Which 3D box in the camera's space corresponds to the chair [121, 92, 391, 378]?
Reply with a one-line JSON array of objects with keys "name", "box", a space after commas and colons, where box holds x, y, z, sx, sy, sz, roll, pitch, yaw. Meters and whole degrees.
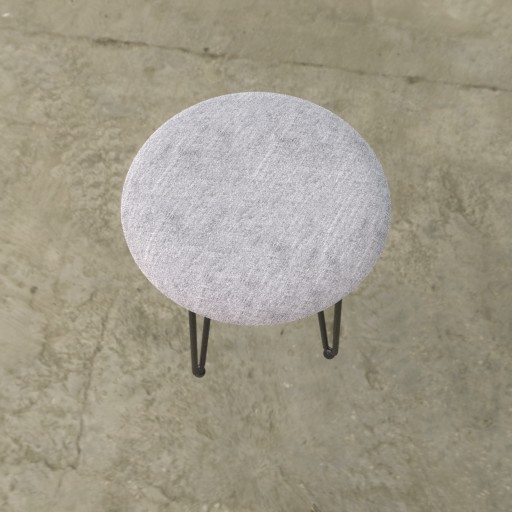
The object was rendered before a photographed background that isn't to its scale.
[{"name": "chair", "box": [0.000, 0.000, 0.655, 0.350, 0.386, 0.350, 34, 69, 15]}]
